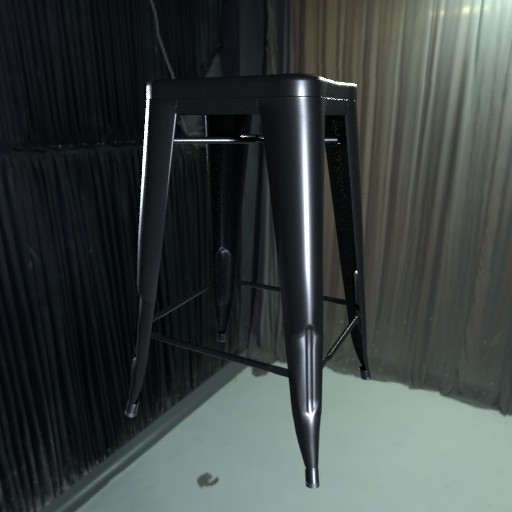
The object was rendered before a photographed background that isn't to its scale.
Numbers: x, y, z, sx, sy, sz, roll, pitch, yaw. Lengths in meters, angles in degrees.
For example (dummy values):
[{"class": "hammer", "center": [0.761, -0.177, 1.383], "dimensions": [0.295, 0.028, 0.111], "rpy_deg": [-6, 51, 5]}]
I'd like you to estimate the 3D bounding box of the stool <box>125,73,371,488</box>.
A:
[{"class": "stool", "center": [0.000, 0.000, 0.831], "dimensions": [0.399, 0.609, 0.359], "rpy_deg": [9, 20, 26]}]
